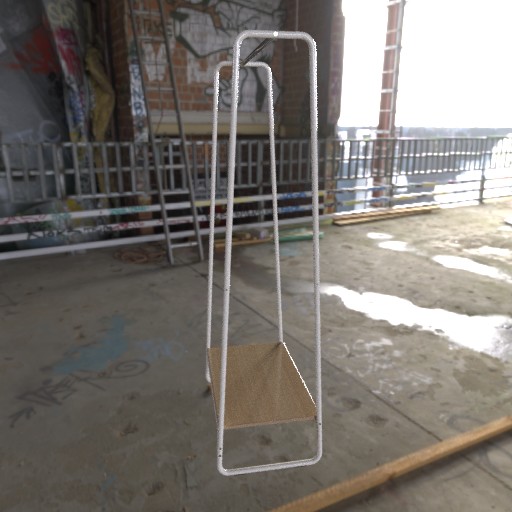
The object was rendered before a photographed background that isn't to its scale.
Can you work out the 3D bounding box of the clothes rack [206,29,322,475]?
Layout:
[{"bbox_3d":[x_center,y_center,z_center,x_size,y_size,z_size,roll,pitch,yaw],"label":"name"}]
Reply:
[{"bbox_3d":[0.000,0.000,1.752,0.400,1.500,0.640,-3,16,-10],"label":"clothes rack"}]
